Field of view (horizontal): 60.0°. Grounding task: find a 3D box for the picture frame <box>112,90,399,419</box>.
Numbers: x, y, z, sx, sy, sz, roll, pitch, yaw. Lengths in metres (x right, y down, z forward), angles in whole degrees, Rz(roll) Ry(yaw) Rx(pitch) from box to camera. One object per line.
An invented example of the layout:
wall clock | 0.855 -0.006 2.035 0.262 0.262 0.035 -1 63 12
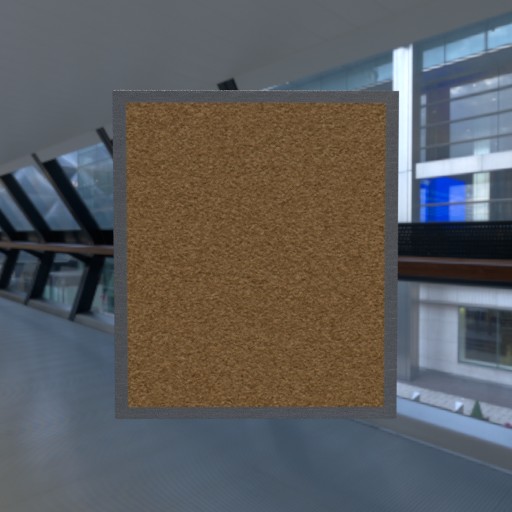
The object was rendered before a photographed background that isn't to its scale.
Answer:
picture frame | 0.000 0.000 0.523 0.327 0.378 0.027 0 1 0
